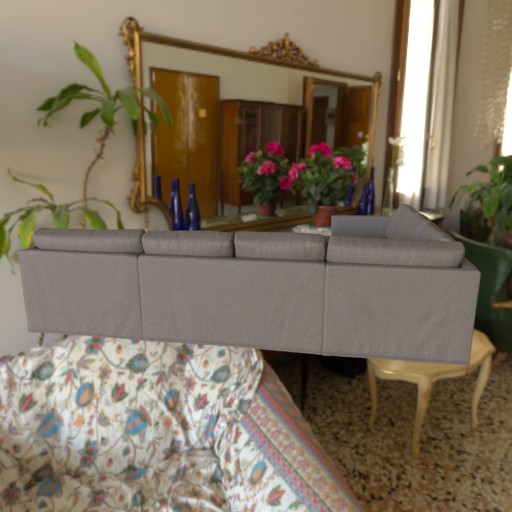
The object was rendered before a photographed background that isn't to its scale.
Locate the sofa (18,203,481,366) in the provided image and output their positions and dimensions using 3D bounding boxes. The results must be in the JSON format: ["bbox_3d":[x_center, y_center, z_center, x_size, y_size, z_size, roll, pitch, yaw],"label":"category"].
[{"bbox_3d":[0.000,0.000,4.418,3.460,0.882,2.427,2,14,10],"label":"sofa"}]
